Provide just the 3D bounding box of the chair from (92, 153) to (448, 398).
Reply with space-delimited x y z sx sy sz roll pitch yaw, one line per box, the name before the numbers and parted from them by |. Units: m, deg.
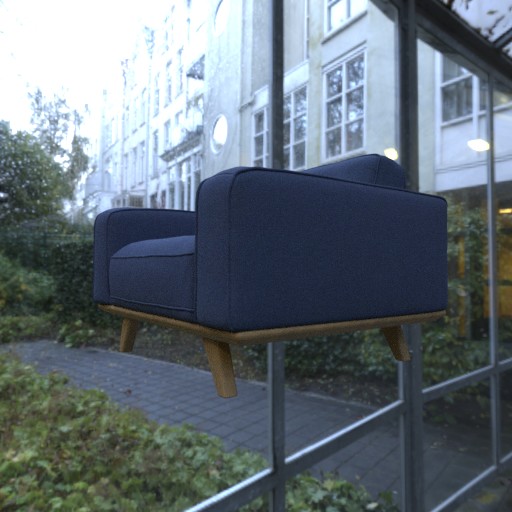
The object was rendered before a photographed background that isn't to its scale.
chair | 0.000 0.000 1.739 0.953 0.783 1.118 1 -2 -36
